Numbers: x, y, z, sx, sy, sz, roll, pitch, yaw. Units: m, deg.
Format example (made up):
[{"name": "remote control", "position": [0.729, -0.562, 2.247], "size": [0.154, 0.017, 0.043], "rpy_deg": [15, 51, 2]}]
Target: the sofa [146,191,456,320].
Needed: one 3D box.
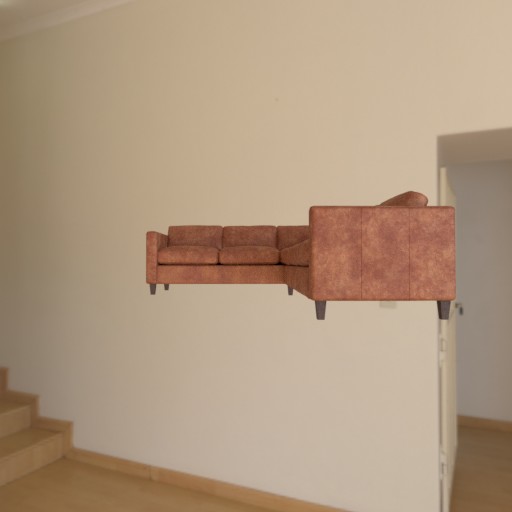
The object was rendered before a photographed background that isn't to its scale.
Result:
[{"name": "sofa", "position": [0.000, 0.000, 4.280], "size": [2.438, 0.838, 3.150], "rpy_deg": [0, -1, -1]}]
